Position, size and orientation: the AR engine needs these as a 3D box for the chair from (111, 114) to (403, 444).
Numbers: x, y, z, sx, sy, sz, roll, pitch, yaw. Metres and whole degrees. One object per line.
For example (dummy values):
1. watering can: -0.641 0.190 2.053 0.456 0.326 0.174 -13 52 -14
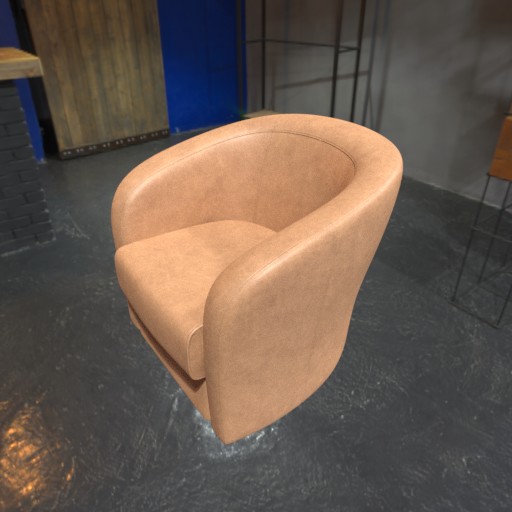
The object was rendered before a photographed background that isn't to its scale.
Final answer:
1. chair: 0.000 0.000 1.476 0.815 0.771 0.791 -21 37 -30
